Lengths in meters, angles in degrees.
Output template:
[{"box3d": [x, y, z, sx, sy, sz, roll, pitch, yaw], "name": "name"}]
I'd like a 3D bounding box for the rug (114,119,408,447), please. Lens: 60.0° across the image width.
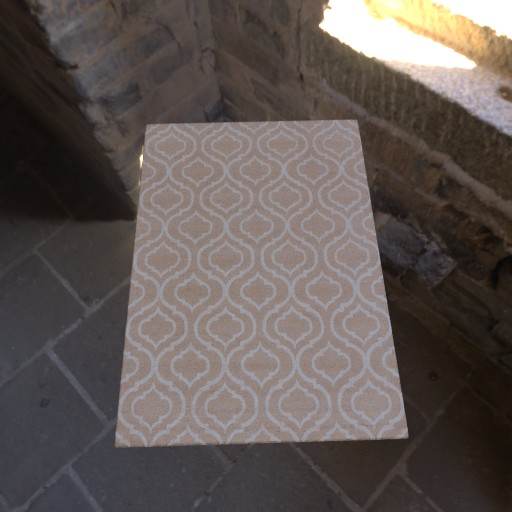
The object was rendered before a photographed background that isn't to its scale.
[{"box3d": [0.000, 0.000, 2.742, 1.524, 0.010, 2.134, -1, 65, -1], "name": "rug"}]
